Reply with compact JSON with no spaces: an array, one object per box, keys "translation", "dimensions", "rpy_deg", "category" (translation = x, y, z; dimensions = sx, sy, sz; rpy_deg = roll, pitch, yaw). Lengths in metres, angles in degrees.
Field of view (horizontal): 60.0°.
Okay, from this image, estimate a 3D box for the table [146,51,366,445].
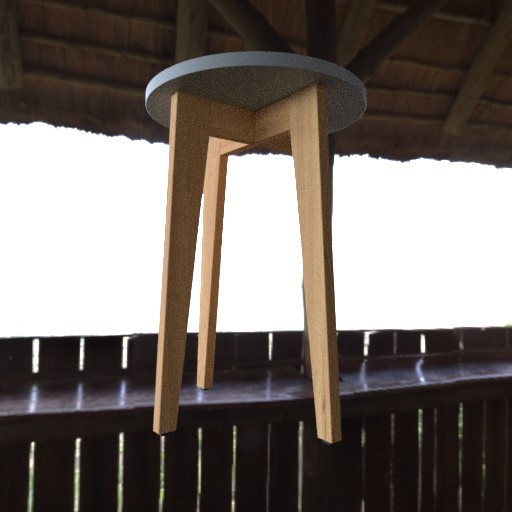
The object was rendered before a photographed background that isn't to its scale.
[{"translation":[0.000,0.000,0.719],"dimensions":[0.350,0.500,0.350],"rpy_deg":[0,-1,0],"category":"table"}]
